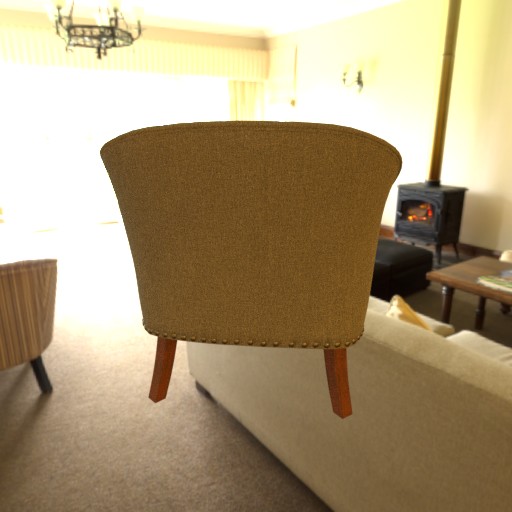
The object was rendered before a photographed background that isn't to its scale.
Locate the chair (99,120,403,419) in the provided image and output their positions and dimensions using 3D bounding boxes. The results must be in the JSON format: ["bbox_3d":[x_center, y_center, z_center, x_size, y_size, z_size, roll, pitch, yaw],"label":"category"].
[{"bbox_3d":[0.000,0.000,1.405,0.798,0.815,0.704,2,17,8],"label":"chair"}]
